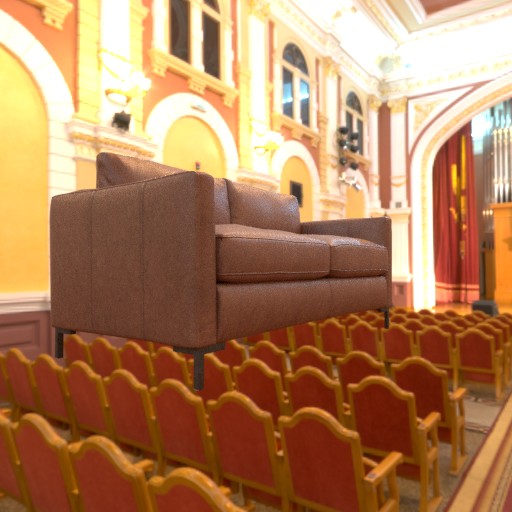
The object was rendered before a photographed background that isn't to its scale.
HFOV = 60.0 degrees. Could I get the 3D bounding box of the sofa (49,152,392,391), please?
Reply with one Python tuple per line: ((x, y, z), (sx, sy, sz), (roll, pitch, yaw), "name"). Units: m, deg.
((0.000, 0.000, 2.308), (0.899, 0.883, 1.797), (-1, -1, 36), "sofa")
